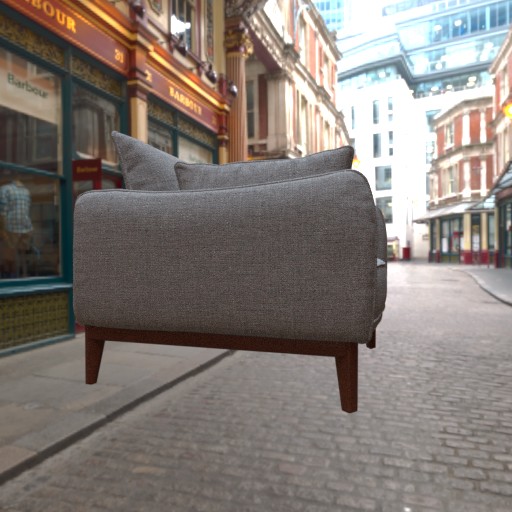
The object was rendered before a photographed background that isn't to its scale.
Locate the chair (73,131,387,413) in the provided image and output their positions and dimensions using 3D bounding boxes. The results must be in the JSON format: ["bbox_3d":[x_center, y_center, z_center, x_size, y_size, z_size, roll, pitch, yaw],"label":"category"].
[{"bbox_3d":[0.000,0.000,1.725,0.976,0.839,0.993,0,0,18],"label":"chair"}]
